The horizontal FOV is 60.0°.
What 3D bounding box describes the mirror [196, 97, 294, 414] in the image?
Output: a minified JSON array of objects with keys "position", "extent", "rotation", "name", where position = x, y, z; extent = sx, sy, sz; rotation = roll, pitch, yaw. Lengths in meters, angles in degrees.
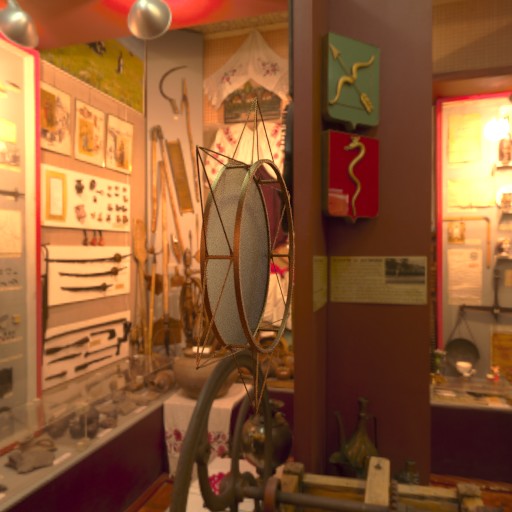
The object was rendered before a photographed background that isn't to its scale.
[{"position":[0.000,0.000,0.813],"extent":[0.062,0.581,0.498],"rotation":[0,0,18],"name":"mirror"}]
